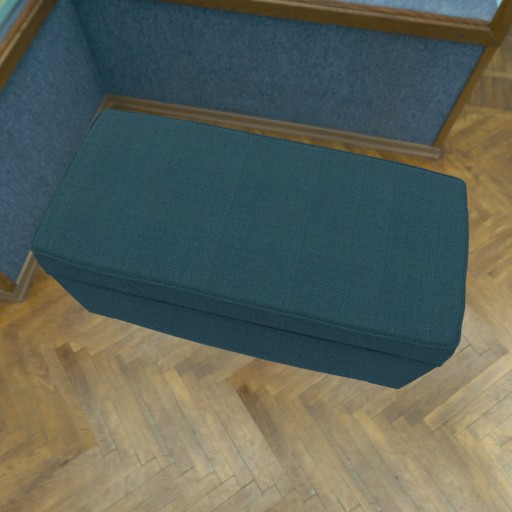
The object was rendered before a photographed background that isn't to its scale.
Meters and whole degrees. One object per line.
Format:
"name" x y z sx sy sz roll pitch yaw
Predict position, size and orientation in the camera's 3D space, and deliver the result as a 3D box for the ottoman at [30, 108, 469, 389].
"ottoman" 0.000 0.000 1.193 0.943 0.474 0.474 13 65 6
